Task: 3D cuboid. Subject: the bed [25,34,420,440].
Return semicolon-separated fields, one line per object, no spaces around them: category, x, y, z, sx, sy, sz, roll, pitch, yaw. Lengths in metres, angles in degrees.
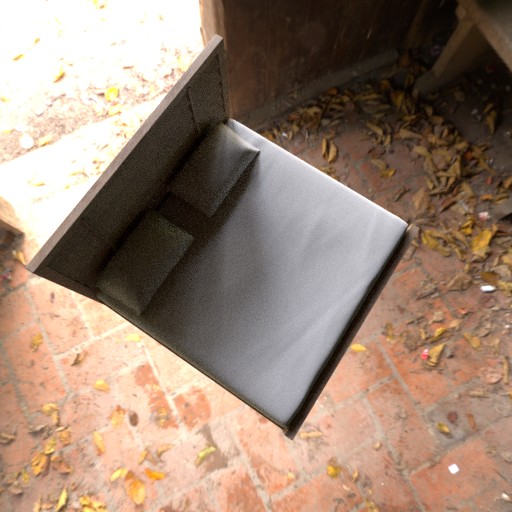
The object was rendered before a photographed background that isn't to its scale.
bed;0.000;0.000;3.550;2.032;1.626;2.032;33;78;8
